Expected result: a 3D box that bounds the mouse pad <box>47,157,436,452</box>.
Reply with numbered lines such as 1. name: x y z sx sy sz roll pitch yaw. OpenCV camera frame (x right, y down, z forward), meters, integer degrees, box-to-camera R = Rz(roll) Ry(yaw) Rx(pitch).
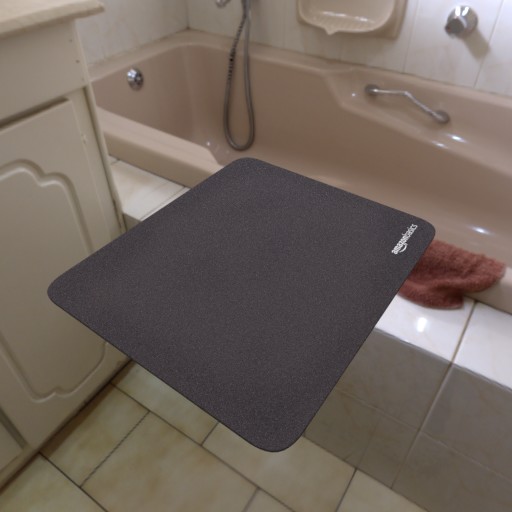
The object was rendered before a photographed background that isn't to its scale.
1. mouse pad: 0.000 0.000 0.443 0.269 0.002 0.315 26 48 26
